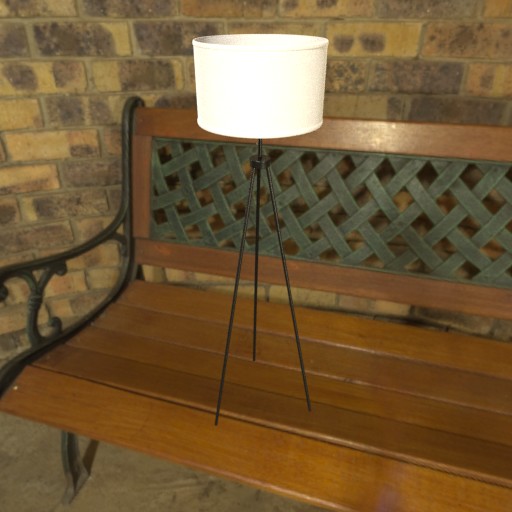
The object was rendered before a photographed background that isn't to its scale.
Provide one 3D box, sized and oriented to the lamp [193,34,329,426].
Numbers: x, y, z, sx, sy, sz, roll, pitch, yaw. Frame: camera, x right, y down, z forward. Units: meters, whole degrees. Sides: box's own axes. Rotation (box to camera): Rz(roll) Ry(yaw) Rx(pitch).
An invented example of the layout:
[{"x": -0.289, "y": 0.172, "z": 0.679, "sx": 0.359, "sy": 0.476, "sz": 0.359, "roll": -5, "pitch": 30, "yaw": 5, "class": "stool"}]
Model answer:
[{"x": 0.000, "y": 0.000, "z": 1.749, "sx": 0.448, "sy": 1.545, "sz": 0.458, "roll": -7, "pitch": 31, "yaw": -12, "class": "lamp"}]
